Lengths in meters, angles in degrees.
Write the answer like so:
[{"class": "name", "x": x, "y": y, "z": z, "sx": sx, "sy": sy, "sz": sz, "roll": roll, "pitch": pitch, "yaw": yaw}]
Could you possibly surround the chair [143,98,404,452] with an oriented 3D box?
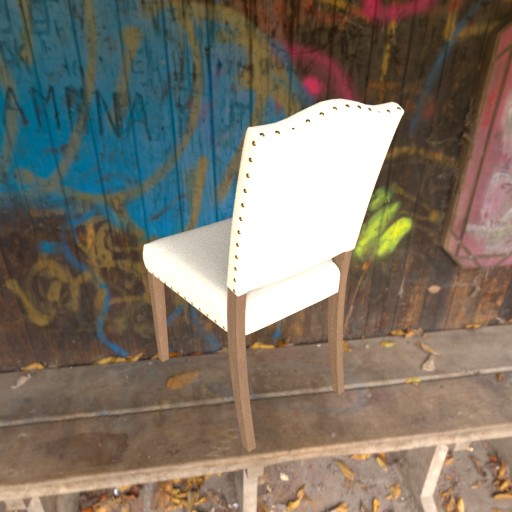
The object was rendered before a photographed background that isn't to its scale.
[{"class": "chair", "x": 0.000, "y": 0.000, "z": 1.383, "sx": 0.508, "sy": 1.015, "sz": 0.619, "roll": -20, "pitch": 35, "yaw": -31}]
